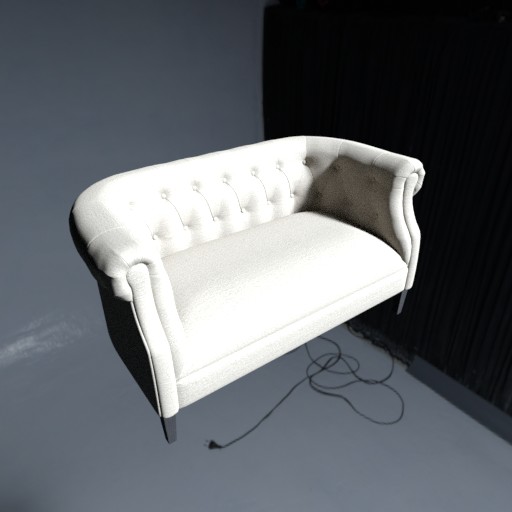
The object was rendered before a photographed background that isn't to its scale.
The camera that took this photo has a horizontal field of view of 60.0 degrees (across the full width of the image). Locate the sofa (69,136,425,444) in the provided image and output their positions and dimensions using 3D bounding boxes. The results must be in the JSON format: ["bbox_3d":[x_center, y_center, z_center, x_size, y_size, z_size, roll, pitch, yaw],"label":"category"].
[{"bbox_3d":[0.000,0.000,2.090,1.558,0.827,0.835,-21,37,-30],"label":"sofa"}]
